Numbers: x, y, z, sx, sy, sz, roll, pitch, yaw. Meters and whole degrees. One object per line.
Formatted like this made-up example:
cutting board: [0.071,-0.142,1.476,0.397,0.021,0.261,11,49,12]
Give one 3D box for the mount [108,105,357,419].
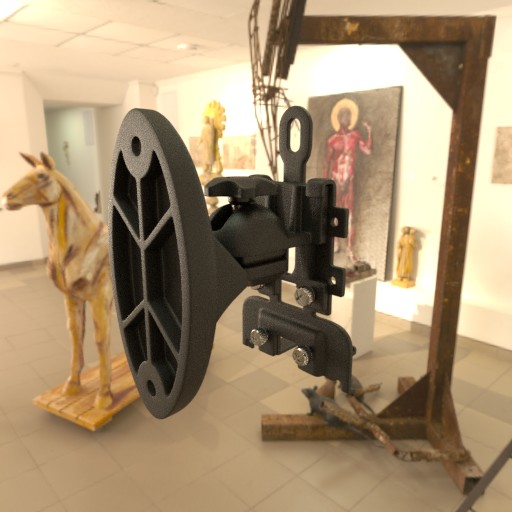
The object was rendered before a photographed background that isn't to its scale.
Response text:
mount: [0.000,0.000,0.179,0.100,0.118,0.066,-12,18,-41]
